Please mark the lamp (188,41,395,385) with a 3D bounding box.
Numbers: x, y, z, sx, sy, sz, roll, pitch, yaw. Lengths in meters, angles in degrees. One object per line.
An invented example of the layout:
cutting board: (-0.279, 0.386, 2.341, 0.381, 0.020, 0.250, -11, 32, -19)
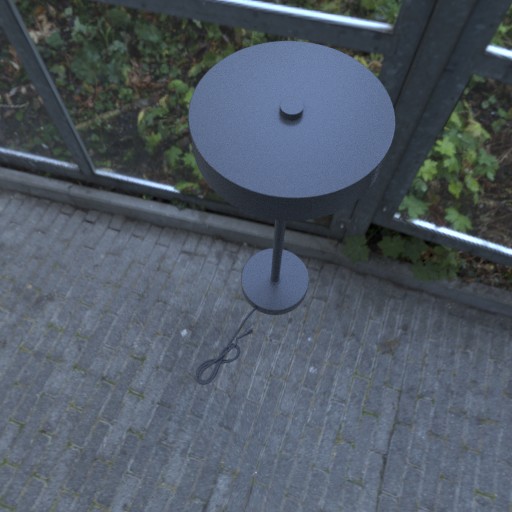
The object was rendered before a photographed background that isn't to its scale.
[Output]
lamp: (0.000, 0.000, 0.685, 0.229, 0.508, 0.369, 31, 68, 14)
